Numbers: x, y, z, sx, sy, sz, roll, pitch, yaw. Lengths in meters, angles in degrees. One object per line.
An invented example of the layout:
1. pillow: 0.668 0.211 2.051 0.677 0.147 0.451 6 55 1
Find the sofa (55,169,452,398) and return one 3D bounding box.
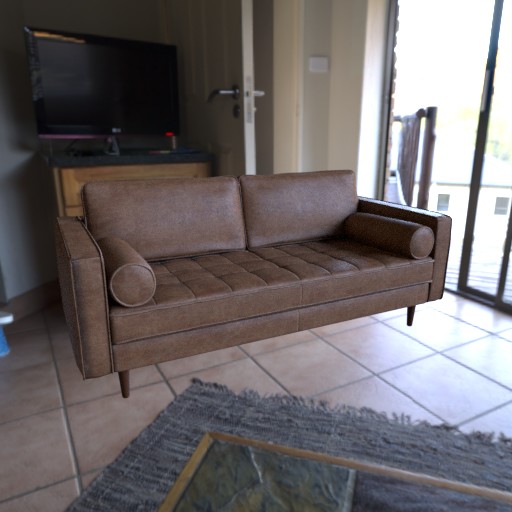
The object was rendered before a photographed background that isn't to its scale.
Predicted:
1. sofa: 0.000 0.000 2.369 1.920 0.825 0.924 -8 17 -26
